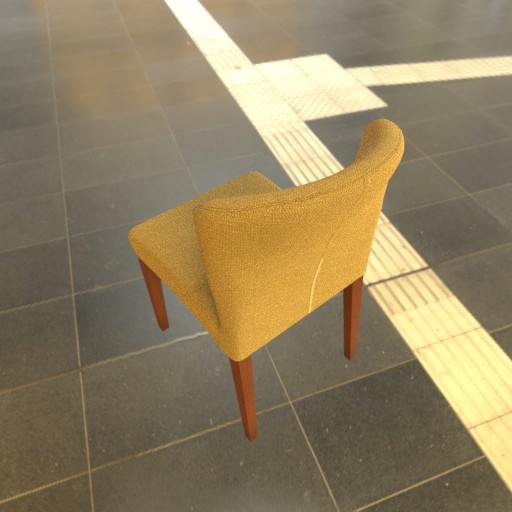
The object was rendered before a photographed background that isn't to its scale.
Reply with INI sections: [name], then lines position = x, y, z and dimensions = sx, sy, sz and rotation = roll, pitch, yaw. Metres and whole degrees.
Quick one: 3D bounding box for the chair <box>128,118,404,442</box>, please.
[chair]
position = 0.000, 0.000, 1.190
dimensions = 0.491, 0.839, 0.589
rotation = -30, 53, -26
